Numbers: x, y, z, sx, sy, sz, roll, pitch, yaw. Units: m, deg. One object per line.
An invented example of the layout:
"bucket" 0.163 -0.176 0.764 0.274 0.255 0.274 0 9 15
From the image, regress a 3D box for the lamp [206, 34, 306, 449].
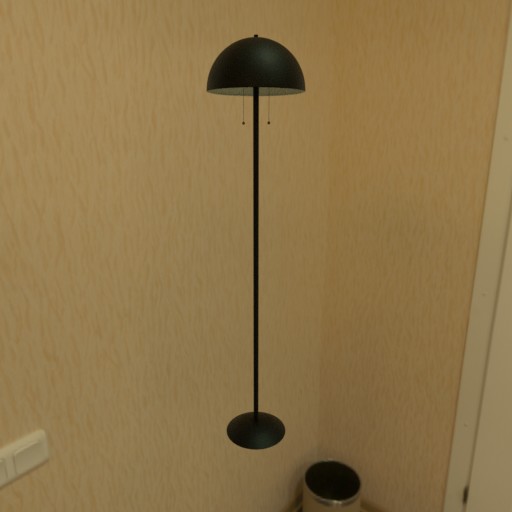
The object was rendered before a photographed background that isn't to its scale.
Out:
"lamp" 0.000 0.000 1.626 0.328 1.480 0.328 3 16 10
